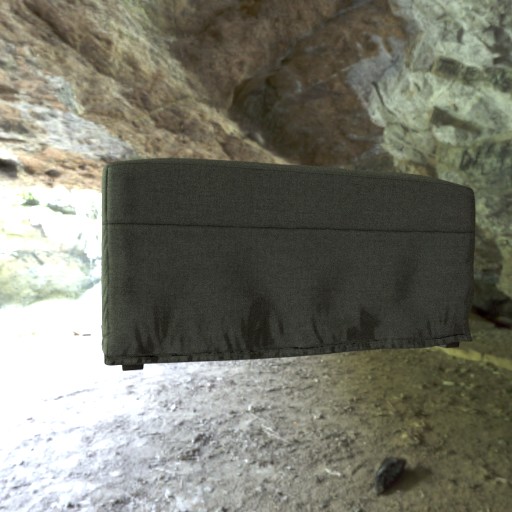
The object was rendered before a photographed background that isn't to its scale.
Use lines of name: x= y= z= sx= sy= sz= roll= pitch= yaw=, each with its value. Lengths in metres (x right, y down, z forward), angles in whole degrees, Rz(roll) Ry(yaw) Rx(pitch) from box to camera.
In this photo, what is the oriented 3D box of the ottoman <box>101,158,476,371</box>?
ottoman: x=0.000 y=0.000 z=1.287 sx=0.840 sy=0.436 sz=0.843 roll=0 pitch=-1 yaw=-18
